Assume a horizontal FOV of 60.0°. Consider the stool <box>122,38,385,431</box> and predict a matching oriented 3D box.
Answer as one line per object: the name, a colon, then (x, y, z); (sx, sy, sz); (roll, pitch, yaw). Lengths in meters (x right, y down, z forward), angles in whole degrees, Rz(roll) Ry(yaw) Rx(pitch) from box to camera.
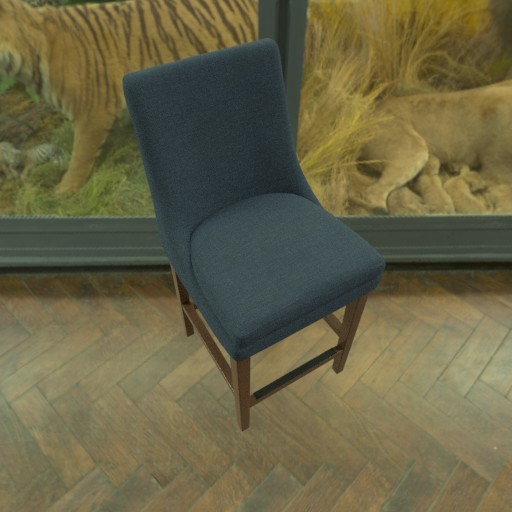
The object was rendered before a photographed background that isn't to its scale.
stool: (0.000, 0.000, 1.295); (0.470, 0.981, 0.577); (-24, 52, -20)
